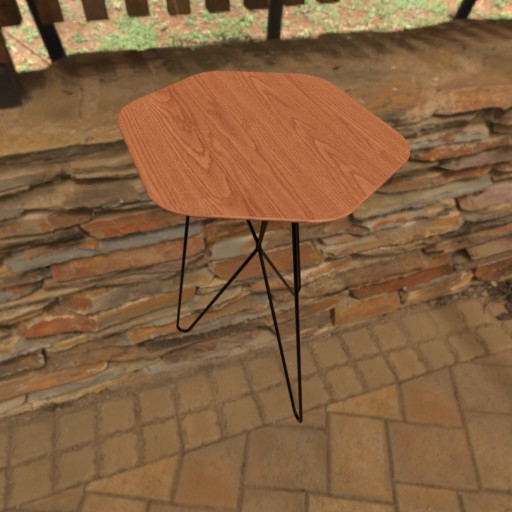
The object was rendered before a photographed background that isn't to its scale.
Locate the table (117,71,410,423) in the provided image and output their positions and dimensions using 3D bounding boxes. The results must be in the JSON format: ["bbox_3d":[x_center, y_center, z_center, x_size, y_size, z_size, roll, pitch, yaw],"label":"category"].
[{"bbox_3d":[0.000,0.000,0.896,0.400,0.562,0.500,-16,46,-17],"label":"table"}]
